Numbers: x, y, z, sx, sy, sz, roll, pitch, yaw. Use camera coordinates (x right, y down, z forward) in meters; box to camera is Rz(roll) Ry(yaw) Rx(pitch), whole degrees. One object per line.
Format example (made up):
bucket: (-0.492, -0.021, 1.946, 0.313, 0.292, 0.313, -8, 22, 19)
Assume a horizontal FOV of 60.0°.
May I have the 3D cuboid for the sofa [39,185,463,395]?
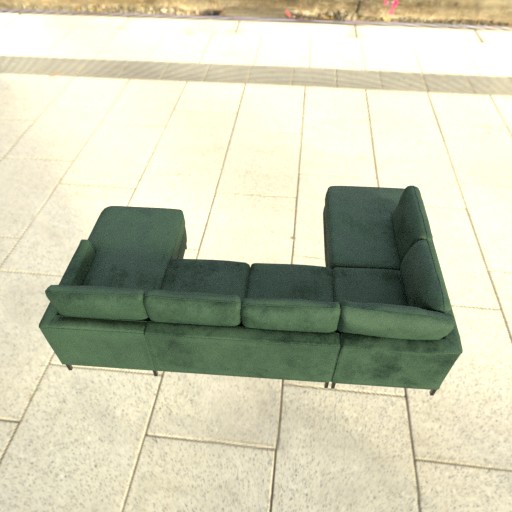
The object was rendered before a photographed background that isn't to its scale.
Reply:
sofa: (0.000, 0.000, 3.839, 2.994, 0.861, 1.992, 3, 46, 3)
